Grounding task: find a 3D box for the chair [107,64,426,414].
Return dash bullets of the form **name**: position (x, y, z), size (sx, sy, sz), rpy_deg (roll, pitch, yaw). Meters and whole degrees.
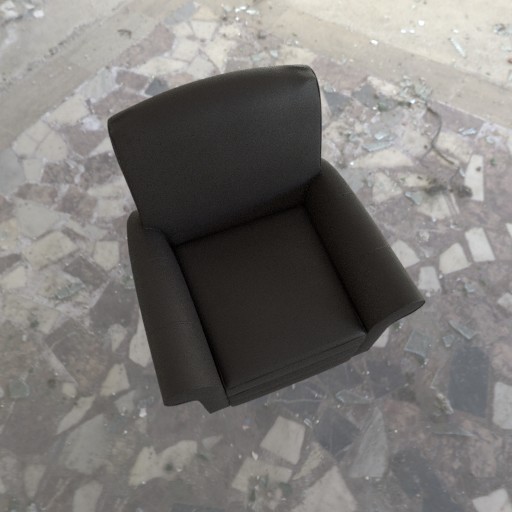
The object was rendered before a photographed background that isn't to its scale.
- **chair**: position (0.000, 0.000, 1.763), size (0.978, 1.061, 0.902), rpy_deg (-19, 64, -10)
